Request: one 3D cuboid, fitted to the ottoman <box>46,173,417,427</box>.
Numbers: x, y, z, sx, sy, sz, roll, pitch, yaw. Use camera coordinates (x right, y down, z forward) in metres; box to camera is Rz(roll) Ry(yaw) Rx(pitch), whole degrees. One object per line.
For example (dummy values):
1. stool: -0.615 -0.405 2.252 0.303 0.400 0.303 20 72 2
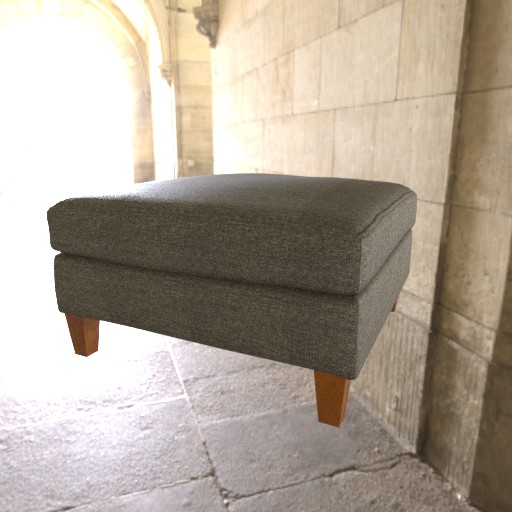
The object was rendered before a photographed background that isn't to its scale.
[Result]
1. ottoman: 0.000 0.000 1.366 0.838 0.481 0.838 7 16 25
